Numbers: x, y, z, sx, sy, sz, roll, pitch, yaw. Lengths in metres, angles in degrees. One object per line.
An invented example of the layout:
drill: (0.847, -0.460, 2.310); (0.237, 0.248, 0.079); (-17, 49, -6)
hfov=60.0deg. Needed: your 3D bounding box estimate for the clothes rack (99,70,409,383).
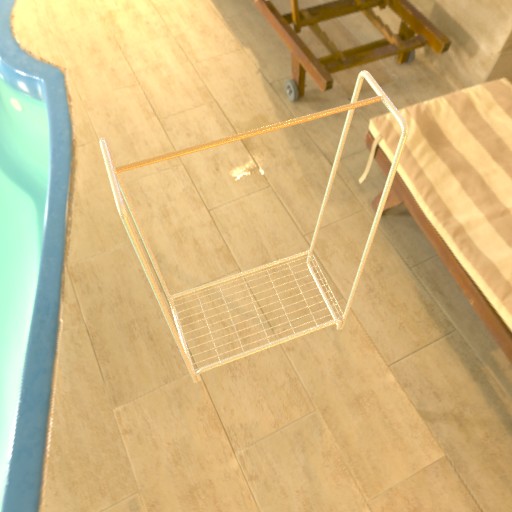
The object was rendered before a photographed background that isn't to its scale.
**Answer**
clothes rack: (0.000, 0.000, 1.982); (0.900, 1.500, 0.495); (-18, 62, -10)
